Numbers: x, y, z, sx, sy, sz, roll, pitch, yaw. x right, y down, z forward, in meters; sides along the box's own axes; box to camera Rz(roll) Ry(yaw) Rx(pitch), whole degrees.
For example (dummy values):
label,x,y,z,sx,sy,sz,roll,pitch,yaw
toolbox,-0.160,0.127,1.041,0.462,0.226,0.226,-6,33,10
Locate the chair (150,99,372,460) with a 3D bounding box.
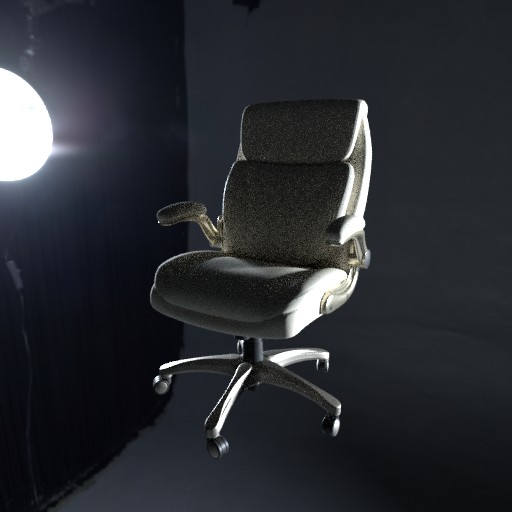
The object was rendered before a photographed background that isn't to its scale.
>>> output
label,x,y,z,sx,sy,sz,roll,pitch,yaw
chair,0.000,0.000,1.594,0.740,1.110,0.794,7,16,26
